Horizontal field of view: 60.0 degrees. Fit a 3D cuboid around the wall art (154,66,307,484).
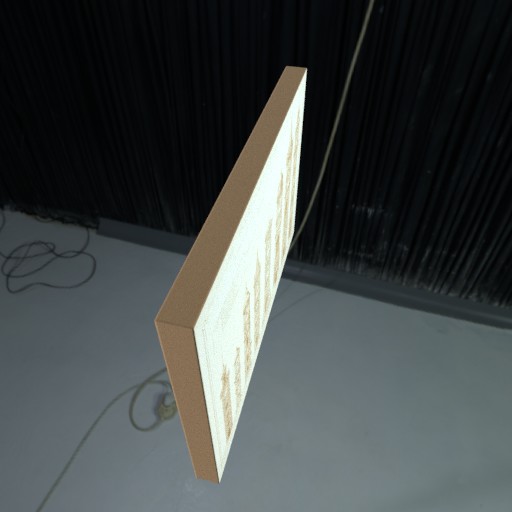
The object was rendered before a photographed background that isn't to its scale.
[{"bbox_3d":[0.000,0.000,0.762,0.039,0.407,0.609,10,46,10],"label":"wall art"}]
